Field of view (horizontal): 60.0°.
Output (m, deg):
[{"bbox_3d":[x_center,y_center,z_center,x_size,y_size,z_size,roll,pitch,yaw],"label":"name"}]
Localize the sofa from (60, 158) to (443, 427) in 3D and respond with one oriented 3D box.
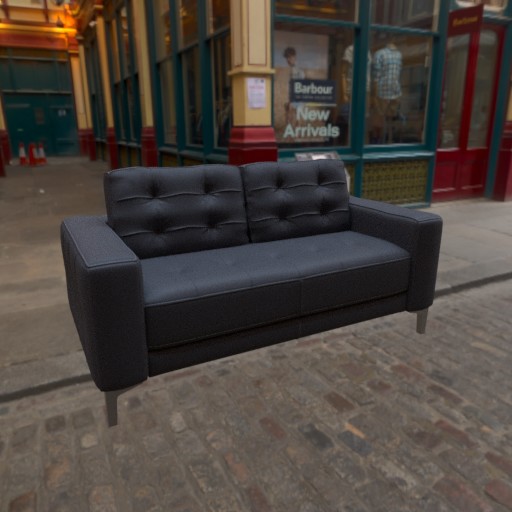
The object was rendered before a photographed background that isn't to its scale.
[{"bbox_3d":[0.000,0.000,2.213,1.726,0.893,0.833,-9,19,-27],"label":"sofa"}]
